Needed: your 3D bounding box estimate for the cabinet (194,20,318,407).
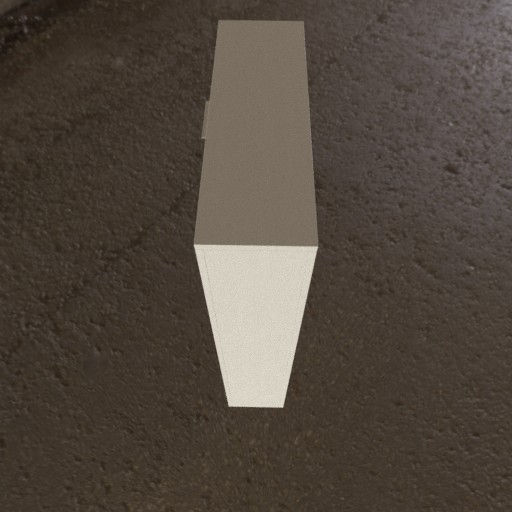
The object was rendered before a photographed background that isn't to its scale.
[{"bbox_3d":[0.000,0.000,1.581,0.250,1.280,0.750,1,58,1],"label":"cabinet"}]
